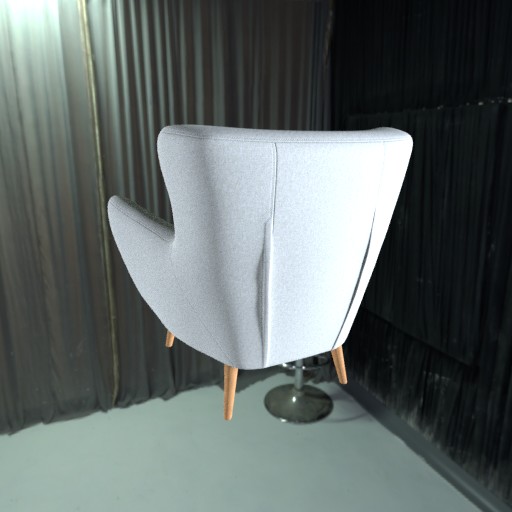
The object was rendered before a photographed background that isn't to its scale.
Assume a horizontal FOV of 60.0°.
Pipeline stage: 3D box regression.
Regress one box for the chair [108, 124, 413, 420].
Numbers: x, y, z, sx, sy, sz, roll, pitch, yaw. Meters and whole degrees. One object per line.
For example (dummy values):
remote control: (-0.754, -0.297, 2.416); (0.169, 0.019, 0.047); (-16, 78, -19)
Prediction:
chair: (0.000, 0.000, 1.600); (0.890, 0.889, 0.889); (-8, 17, -27)
